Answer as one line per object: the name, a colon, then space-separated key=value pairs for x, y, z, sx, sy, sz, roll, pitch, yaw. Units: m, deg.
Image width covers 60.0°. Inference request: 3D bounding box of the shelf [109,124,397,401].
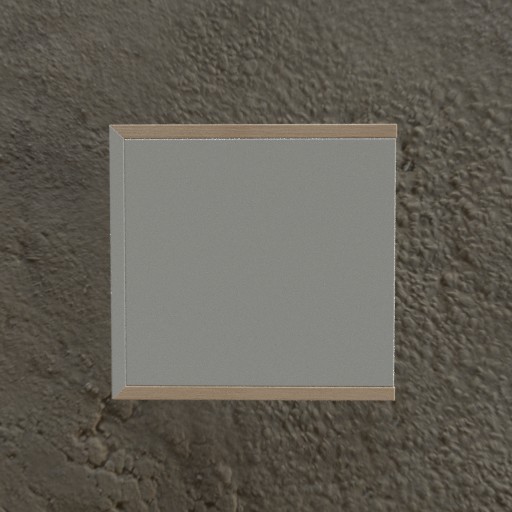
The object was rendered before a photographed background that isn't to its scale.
shelf: x=0.000 y=0.000 z=0.758 sx=0.297 sy=0.594 sz=0.290 roll=0 pitch=92 yaw=1
